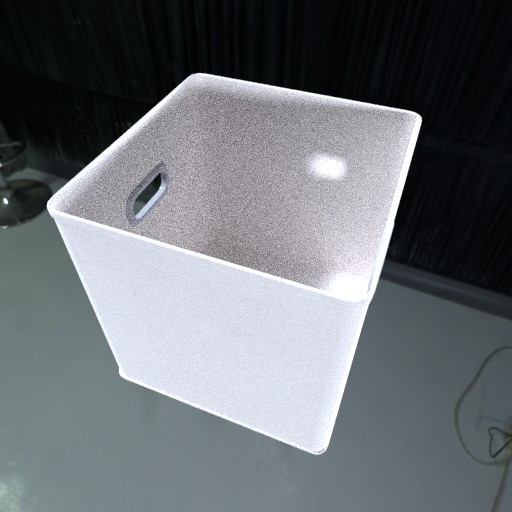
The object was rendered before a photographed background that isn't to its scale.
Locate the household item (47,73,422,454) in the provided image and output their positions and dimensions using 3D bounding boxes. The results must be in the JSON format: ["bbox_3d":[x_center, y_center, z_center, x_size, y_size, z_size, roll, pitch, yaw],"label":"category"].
[{"bbox_3d":[0.000,0.000,0.568,0.305,0.305,0.305,16,48,15],"label":"household item"}]
